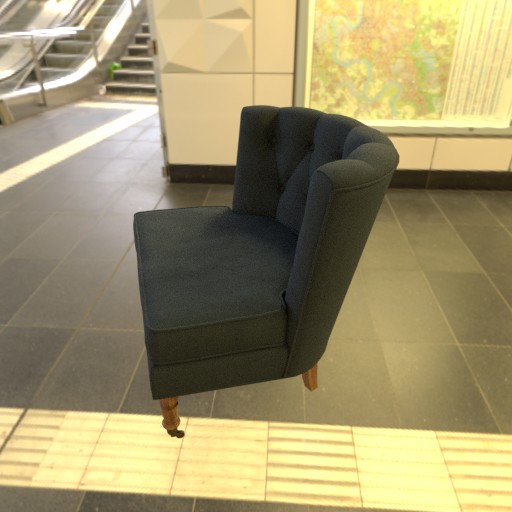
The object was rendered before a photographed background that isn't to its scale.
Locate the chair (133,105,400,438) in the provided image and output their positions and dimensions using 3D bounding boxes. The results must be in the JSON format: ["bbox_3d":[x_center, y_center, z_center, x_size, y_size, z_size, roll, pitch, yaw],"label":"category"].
[{"bbox_3d":[0.000,0.000,1.365,0.718,0.771,0.740,-8,31,-14],"label":"chair"}]
